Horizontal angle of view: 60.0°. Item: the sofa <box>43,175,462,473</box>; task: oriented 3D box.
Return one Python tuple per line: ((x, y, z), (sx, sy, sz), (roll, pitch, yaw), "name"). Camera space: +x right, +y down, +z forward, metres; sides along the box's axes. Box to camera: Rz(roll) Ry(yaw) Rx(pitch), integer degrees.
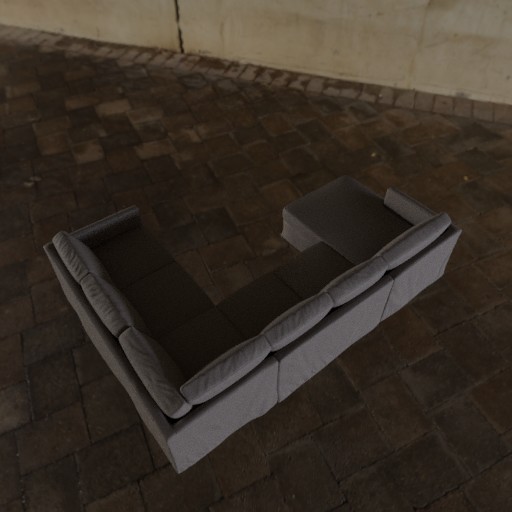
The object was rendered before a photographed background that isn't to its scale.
((0.000, 0.000, 4.623), (3.528, 0.878, 2.476), (-30, 54, -25), "sofa")
